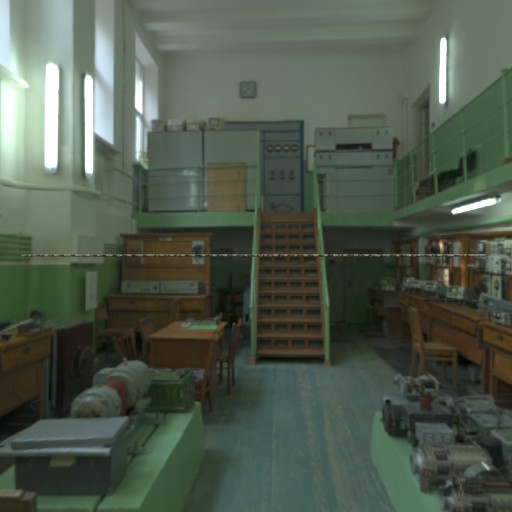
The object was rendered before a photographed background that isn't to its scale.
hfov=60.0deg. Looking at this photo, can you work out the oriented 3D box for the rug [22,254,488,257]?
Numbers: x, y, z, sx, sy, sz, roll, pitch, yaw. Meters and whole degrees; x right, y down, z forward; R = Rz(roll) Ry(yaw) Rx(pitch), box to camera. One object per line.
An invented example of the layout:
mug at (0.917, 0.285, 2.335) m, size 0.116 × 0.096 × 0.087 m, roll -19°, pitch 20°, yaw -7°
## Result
rug at (0.000, 0.000, 2.322) m, size 1.828 × 0.008 × 1.219 m, roll 0°, pitch 0°, yaw 1°
